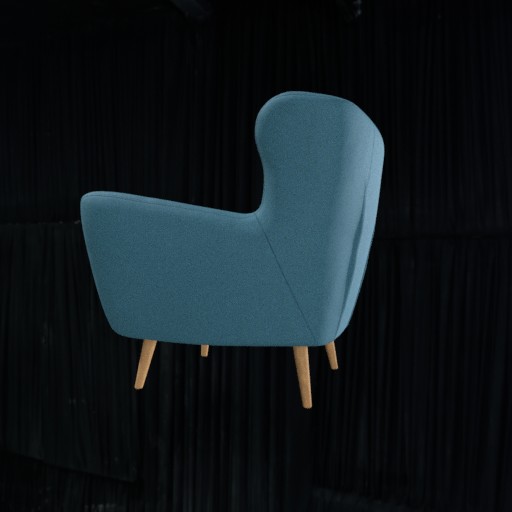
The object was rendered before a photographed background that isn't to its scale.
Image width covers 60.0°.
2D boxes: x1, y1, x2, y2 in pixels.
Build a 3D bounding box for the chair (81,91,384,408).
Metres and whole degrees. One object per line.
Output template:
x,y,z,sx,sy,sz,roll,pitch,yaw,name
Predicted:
0.000,0.000,1.611,0.889,0.889,0.890,0,1,20,chair
